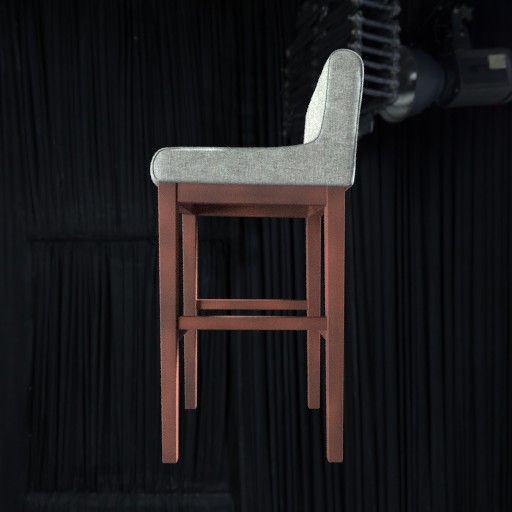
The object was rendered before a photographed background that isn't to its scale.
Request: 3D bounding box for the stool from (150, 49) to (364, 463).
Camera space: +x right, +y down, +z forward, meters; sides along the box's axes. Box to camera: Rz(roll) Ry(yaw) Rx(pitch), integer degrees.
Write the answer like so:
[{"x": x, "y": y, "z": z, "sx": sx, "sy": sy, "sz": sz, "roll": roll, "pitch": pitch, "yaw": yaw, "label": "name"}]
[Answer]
[{"x": 0.000, "y": 0.000, "z": 1.223, "sx": 0.499, "sy": 0.965, "sz": 0.426, "roll": 0, "pitch": 1, "yaw": -1, "label": "stool"}]
